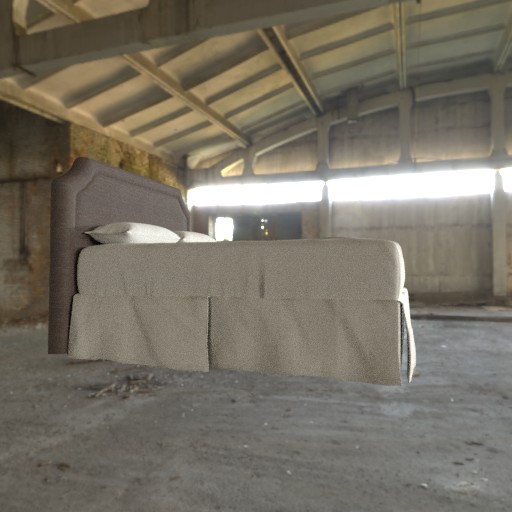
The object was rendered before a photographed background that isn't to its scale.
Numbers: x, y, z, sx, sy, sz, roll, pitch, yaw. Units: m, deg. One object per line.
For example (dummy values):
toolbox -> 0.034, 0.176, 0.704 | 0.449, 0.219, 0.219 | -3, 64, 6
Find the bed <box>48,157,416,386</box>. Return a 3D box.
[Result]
bed -> 0.000, 0.000, 3.154 | 2.116, 1.290, 1.693 | -1, -2, 19
